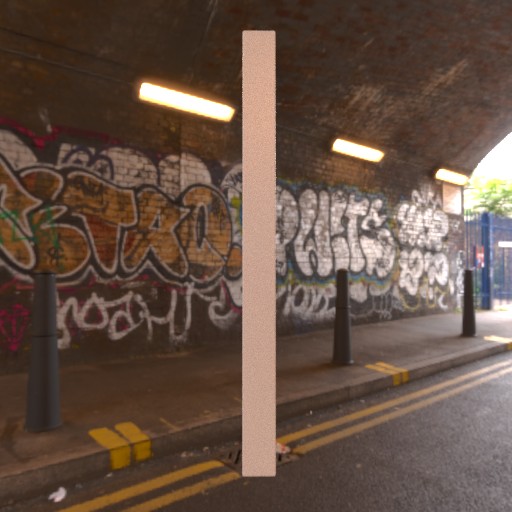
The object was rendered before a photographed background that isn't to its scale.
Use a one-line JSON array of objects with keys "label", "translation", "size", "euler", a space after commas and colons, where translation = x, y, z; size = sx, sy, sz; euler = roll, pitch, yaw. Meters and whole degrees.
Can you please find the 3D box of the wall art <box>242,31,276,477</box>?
[{"label": "wall art", "translation": [0.000, 0.000, 0.756], "size": [0.038, 0.508, 0.508], "euler": [0, -1, -1]}]
